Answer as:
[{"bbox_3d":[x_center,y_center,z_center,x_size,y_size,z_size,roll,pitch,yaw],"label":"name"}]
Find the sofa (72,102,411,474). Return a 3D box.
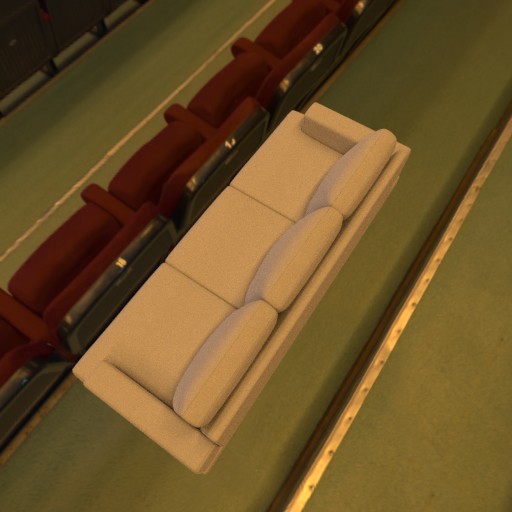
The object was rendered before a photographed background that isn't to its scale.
[{"bbox_3d":[0.000,0.000,2.726,0.920,0.810,2.310,31,68,14],"label":"sofa"}]
